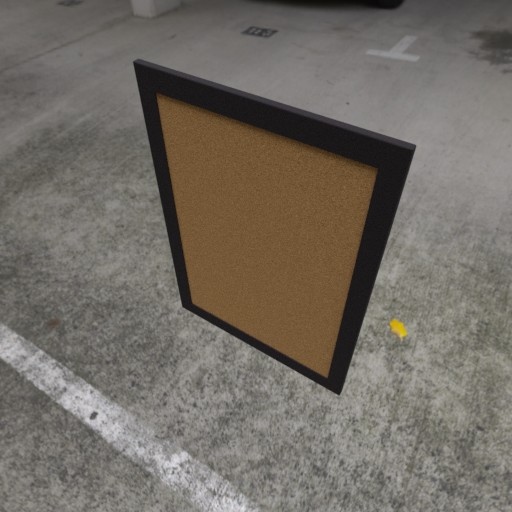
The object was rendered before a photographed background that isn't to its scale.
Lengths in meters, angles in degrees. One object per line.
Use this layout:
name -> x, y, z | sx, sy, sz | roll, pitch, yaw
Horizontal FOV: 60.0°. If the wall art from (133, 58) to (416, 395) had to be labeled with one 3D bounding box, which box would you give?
wall art -> 0.000, 0.000, 0.699 | 0.374, 0.529, 0.012 | 25, 52, 22
